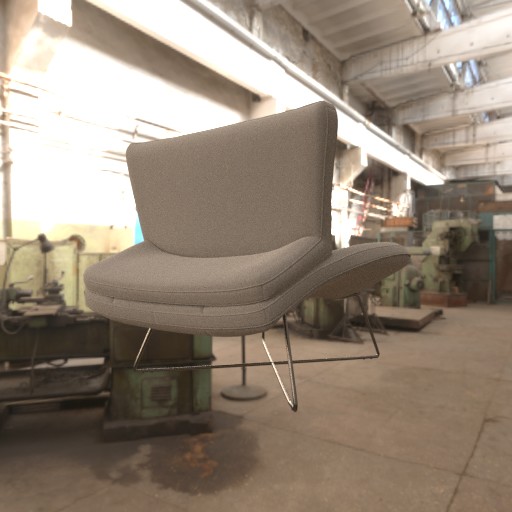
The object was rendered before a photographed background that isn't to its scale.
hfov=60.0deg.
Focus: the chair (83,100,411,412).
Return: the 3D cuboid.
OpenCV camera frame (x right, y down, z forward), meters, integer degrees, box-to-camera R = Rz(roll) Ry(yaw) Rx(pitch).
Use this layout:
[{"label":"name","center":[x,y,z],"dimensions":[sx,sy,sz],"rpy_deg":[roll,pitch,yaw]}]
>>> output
[{"label":"chair","center":[0.000,0.000,1.638],"dimensions":[0.859,0.855,1.008],"rpy_deg":[0,1,36]}]
